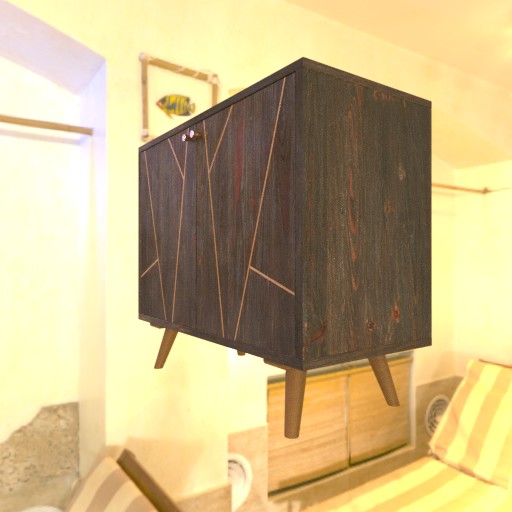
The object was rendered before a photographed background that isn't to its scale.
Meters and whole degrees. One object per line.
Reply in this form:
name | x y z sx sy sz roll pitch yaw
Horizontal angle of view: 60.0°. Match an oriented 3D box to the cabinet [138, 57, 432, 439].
cabinet | 0.000 0.000 1.549 0.529 0.897 1.023 0 0 -35
